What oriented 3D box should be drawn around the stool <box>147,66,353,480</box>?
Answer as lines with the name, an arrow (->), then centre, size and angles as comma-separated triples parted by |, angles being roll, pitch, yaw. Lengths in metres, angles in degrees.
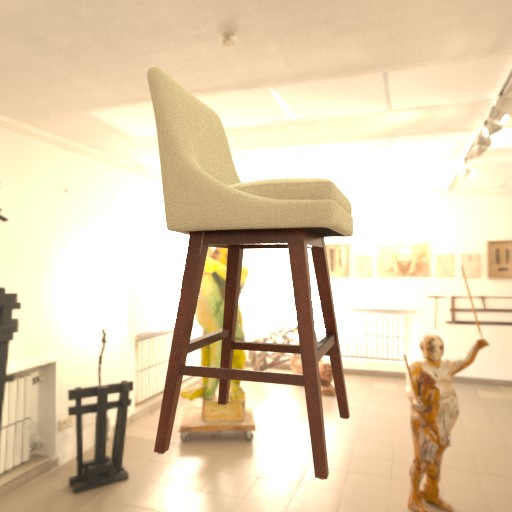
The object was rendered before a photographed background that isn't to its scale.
stool -> 0.000, 0.000, 1.381 | 0.559, 1.097, 0.470 | 0, -1, 19
